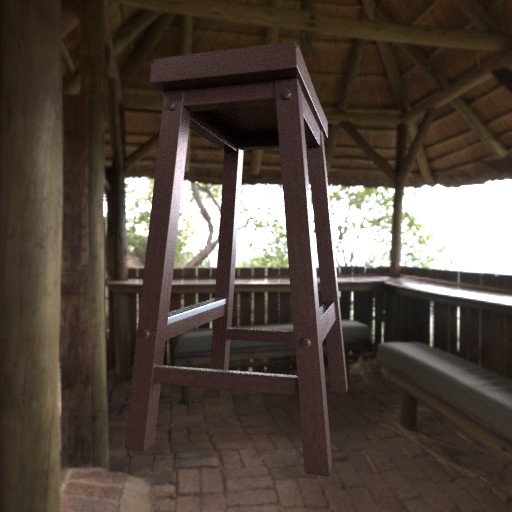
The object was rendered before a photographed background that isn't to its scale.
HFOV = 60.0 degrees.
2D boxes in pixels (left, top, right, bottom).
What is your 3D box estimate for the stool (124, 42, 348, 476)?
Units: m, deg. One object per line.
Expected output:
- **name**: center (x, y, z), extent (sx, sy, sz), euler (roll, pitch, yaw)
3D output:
- **stool**: center (0.000, 0.000, 0.850), extent (0.322, 0.610, 0.406), euler (0, 1, 15)
